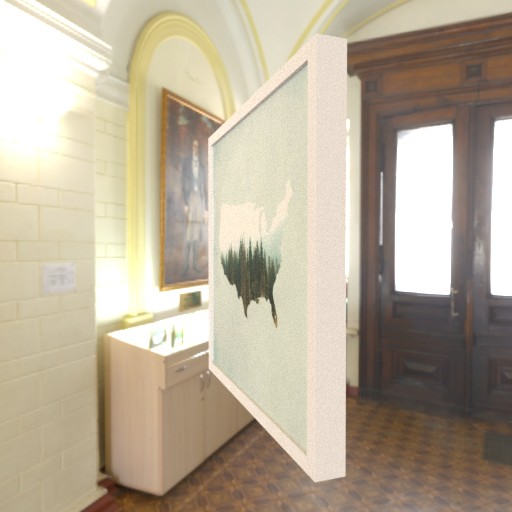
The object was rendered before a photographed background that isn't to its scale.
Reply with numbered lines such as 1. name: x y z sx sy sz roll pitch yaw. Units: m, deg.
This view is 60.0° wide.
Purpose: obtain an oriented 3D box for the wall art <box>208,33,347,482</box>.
1. wall art: 0.000 0.000 0.748 0.040 0.509 0.509 0 1 -20
